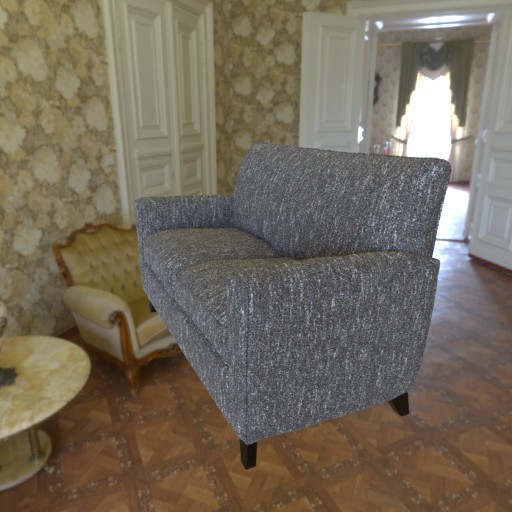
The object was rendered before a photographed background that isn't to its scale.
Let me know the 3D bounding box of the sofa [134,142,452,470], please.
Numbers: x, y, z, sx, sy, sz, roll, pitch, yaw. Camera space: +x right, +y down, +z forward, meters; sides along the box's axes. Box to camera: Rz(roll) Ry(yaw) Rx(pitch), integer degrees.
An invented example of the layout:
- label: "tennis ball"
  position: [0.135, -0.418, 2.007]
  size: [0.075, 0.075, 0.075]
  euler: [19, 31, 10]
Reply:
- label: "sofa"
  position: [0.000, 0.000, 2.014]
  size: [0.801, 0.946, 1.519]
  euler: [-8, 18, -24]
